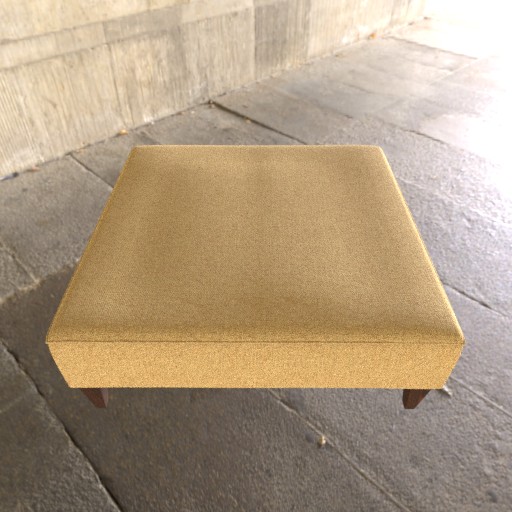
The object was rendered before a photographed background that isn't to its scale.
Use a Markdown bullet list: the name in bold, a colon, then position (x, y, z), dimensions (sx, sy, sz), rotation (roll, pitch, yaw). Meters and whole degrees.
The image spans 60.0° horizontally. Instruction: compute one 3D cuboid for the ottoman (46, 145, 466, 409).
- **ottoman**: position (0.000, 0.000, 1.471), dimensions (0.981, 0.378, 0.970), rotation (0, 41, 0)
